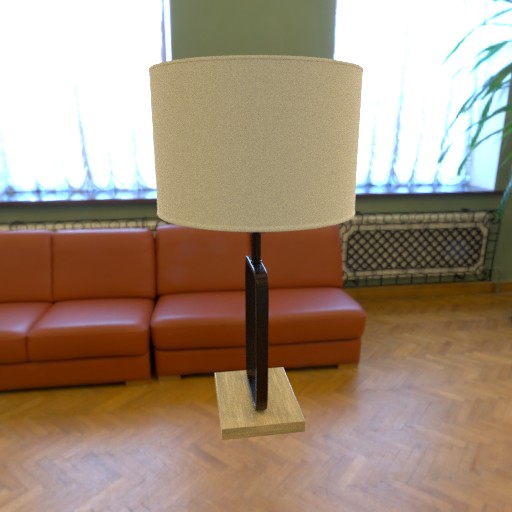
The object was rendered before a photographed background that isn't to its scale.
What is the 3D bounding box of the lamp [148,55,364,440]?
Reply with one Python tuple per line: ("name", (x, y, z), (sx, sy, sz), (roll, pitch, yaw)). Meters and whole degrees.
("lamp", (0.000, 0.000, 0.658), (0.279, 0.508, 0.279), (-2, 16, -9))
